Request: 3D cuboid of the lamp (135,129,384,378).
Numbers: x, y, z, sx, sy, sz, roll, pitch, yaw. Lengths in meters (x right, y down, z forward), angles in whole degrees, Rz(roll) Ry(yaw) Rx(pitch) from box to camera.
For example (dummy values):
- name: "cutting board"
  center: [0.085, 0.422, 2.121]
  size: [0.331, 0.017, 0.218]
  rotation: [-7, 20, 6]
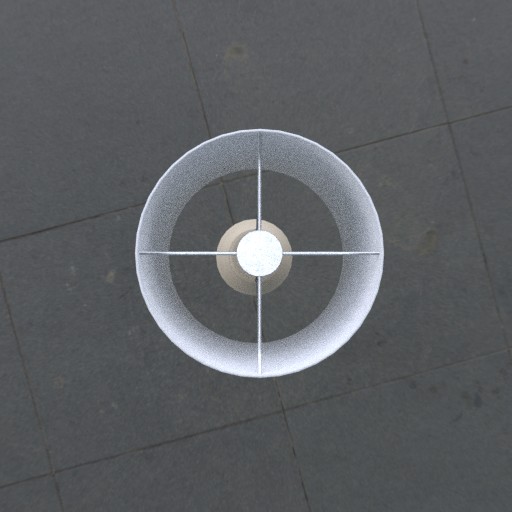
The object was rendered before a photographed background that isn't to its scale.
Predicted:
- name: "lamp"
  center: [0.000, 0.000, 0.476]
  size: [0.186, 0.369, 0.186]
  rotation: [0, 89, -1]
